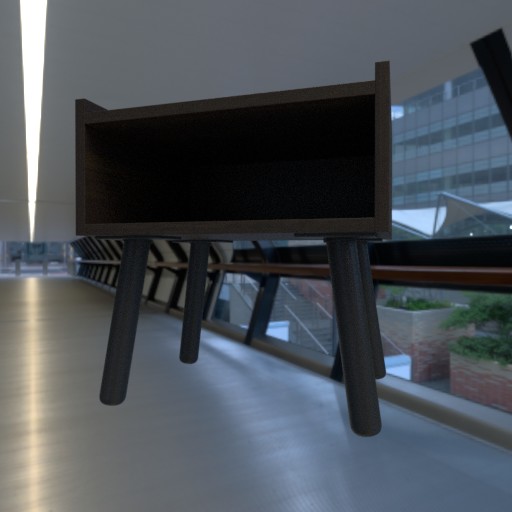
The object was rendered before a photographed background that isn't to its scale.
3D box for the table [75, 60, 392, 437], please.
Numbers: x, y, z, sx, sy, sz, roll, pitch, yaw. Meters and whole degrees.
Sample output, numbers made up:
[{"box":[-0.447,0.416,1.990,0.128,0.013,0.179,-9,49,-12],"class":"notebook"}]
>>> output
[{"box":[0.000,0.000,0.773,0.450,0.470,0.370,0,1,18],"class":"table"}]
